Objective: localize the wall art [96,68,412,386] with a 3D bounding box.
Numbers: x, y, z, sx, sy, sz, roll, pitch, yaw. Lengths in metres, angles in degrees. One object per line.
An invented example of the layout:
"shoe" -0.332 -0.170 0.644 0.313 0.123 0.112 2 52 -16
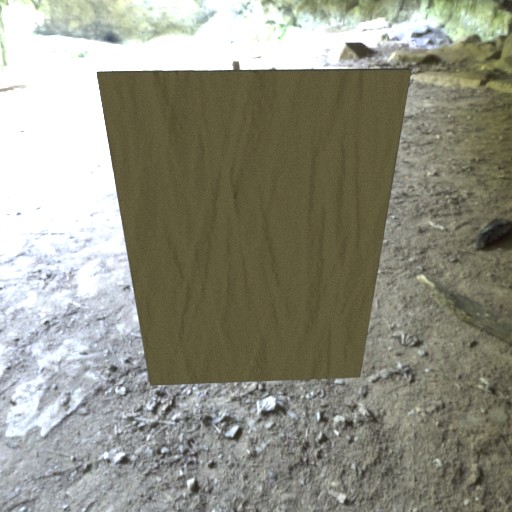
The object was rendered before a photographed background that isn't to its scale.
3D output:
"wall art" 0.000 0.000 1.428 0.810 1.116 0.016 -2 31 -3
